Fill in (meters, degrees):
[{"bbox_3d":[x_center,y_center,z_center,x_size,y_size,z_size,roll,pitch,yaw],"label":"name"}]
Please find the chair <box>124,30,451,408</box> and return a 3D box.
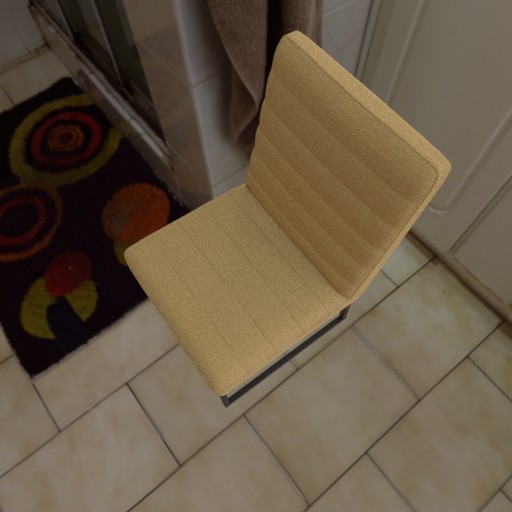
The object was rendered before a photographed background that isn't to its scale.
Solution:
[{"bbox_3d":[0.000,0.000,1.293,0.634,0.930,0.520,-33,68,-15],"label":"chair"}]
